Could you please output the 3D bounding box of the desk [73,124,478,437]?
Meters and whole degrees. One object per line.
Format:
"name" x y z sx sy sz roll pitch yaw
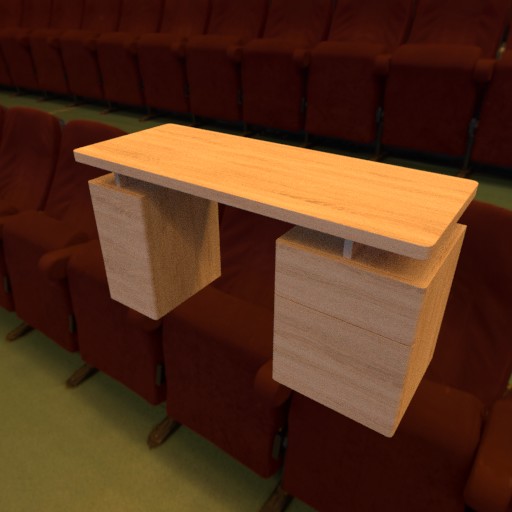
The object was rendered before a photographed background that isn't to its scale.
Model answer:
"desk" 0.000 0.000 1.786 1.400 0.760 0.550 19 35 30
